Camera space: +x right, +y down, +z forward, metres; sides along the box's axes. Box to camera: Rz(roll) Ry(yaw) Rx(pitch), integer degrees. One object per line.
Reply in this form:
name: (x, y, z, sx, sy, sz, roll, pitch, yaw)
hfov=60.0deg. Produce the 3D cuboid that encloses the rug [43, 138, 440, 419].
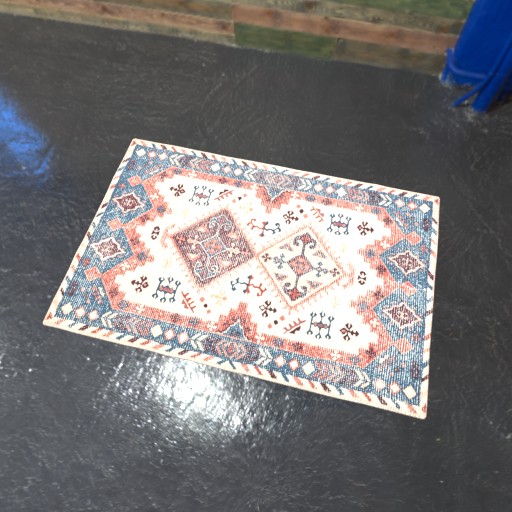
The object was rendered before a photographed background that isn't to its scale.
rug: (0.000, 0.000, 2.319, 1.840, 0.015, 1.225, 12, 63, 6)
